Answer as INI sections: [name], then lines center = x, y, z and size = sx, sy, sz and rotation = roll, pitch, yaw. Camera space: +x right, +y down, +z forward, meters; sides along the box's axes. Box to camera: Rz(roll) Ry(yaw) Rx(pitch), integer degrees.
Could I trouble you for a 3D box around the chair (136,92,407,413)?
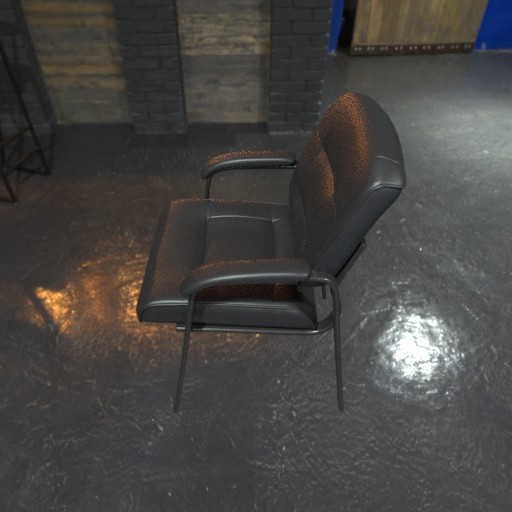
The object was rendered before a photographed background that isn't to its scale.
[chair]
center = 0.000, 0.000, 1.364
size = 0.668, 0.910, 0.591
rotation = 0, 43, 0
